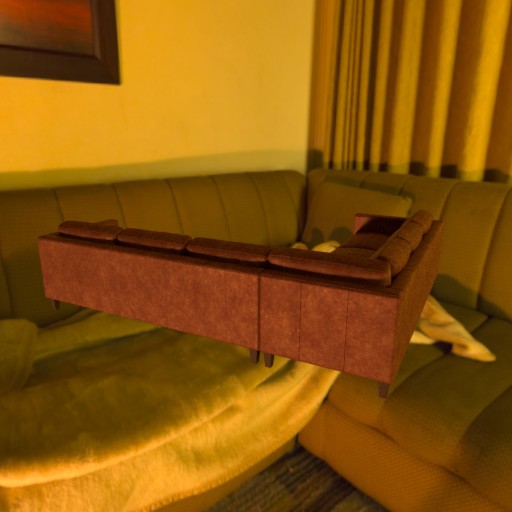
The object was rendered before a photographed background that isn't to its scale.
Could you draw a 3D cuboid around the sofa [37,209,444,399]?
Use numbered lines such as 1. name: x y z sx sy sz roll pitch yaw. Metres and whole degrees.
1. sofa: 0.000 0.000 4.352 3.150 0.838 2.438 8 18 26
